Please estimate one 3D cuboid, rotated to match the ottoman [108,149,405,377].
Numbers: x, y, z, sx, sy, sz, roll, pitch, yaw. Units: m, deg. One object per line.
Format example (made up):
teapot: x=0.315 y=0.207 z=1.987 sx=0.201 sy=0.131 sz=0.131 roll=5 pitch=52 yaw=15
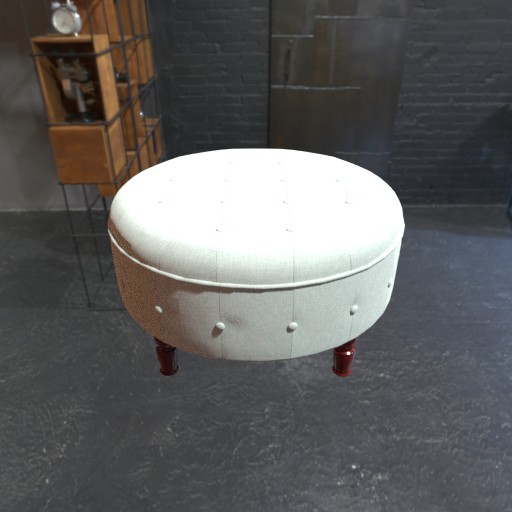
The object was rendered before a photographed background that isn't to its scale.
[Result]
ottoman: x=0.000 y=0.000 z=1.401 sx=0.850 sy=0.483 sz=0.850 roll=0 pitch=30 yaw=0
